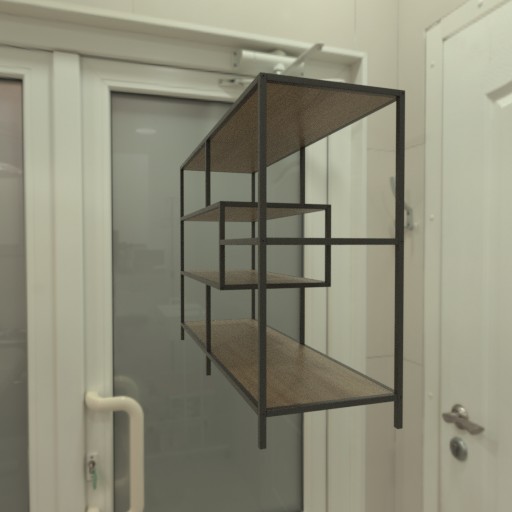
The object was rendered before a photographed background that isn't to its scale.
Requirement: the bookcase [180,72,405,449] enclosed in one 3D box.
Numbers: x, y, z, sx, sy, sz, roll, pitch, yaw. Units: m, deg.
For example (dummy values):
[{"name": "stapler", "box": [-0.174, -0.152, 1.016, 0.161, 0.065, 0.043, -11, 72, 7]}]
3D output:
[{"name": "bookcase", "box": [0.000, 0.000, 1.509, 0.350, 0.780, 1.140, 0, 1, -18]}]
